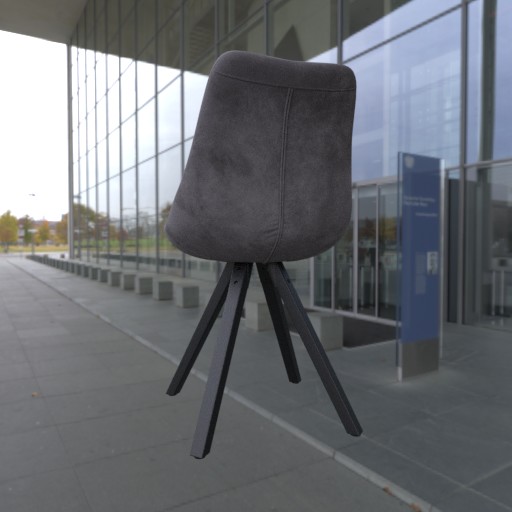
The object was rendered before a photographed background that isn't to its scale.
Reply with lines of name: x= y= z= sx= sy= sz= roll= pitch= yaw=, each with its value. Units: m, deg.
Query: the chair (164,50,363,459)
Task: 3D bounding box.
chair: x=0.000 y=0.000 z=1.190 sx=0.485 sy=0.850 sz=0.550 roll=0 pitch=2 yaw=-17
